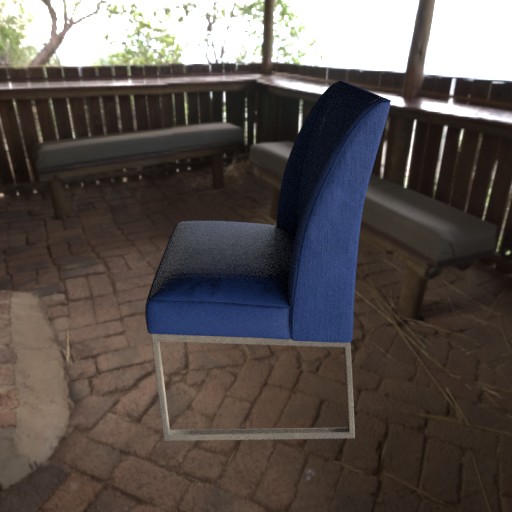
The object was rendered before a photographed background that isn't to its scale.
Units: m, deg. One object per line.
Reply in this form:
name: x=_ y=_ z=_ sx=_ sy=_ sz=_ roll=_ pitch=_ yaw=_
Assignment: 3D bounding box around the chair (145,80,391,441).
chair: x=0.000 y=0.000 z=1.212 sx=0.522 sy=0.863 sz=0.508 roll=0 pitch=26 yaw=-1
